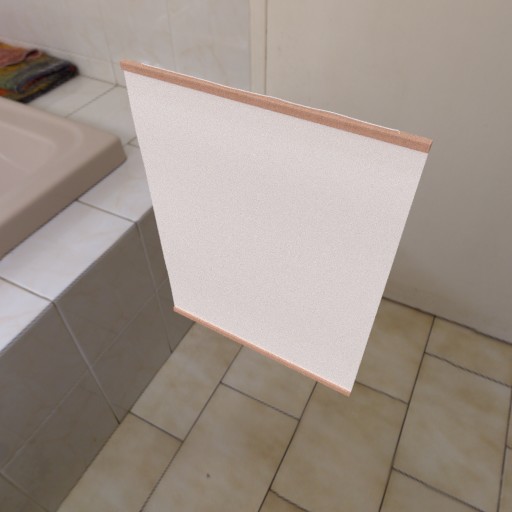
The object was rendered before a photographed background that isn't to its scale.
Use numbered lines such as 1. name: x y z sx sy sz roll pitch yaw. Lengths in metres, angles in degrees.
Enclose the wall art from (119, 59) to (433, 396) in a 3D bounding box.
1. wall art: 0.000 0.000 1.320 0.758 1.013 0.020 22 50 20
